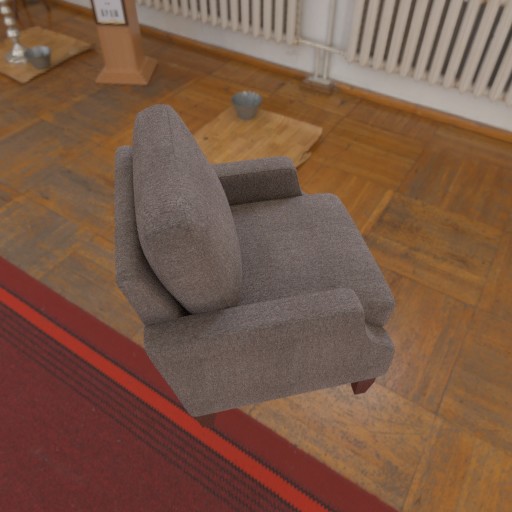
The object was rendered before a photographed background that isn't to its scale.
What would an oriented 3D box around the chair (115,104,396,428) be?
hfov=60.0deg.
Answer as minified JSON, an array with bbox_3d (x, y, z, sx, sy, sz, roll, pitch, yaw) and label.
[{"bbox_3d":[0.000,0.000,1.671,0.897,0.993,0.855,-9,47,-9],"label":"chair"}]
